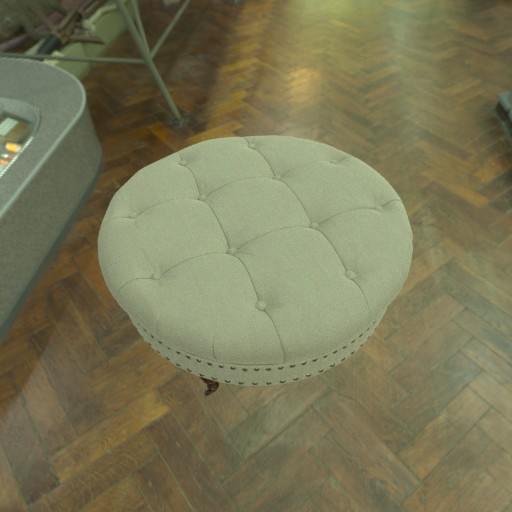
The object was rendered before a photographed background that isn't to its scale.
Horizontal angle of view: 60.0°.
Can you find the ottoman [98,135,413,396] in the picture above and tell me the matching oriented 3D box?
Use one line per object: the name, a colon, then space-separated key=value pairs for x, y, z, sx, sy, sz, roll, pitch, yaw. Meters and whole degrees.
ottoman: x=0.000 y=0.000 z=1.406 sx=0.901 sy=0.439 sz=0.901 roll=0 pitch=47 yaw=0
